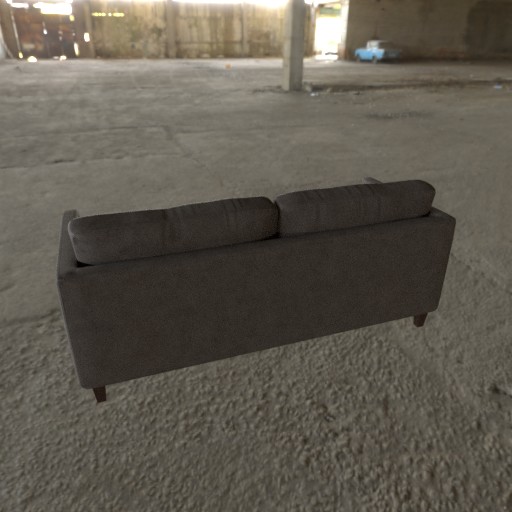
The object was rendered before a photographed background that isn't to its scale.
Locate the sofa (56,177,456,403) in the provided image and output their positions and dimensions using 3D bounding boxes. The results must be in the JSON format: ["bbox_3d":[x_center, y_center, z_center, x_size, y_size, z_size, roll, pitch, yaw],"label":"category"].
[{"bbox_3d":[0.000,0.000,2.769,2.208,0.965,0.951,-9,28,-17],"label":"sofa"}]
